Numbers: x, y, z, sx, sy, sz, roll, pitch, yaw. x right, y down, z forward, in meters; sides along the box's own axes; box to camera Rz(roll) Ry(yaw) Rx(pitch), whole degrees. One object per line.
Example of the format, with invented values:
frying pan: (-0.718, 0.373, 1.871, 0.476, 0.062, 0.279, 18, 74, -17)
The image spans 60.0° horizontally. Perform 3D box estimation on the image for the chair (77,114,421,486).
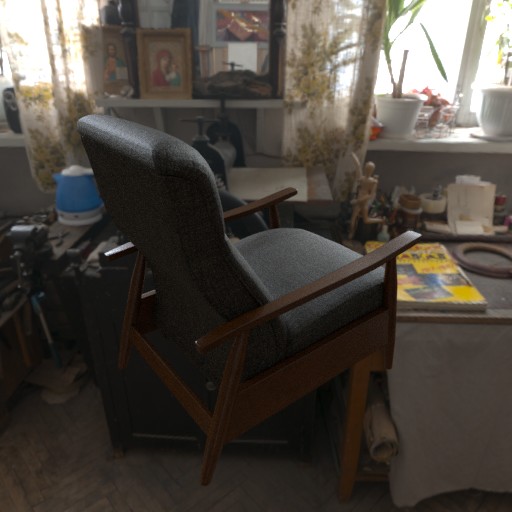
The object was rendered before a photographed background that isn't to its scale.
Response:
chair: (0.000, 0.000, 1.712, 1.014, 1.082, 0.762, -18, 32, -33)
